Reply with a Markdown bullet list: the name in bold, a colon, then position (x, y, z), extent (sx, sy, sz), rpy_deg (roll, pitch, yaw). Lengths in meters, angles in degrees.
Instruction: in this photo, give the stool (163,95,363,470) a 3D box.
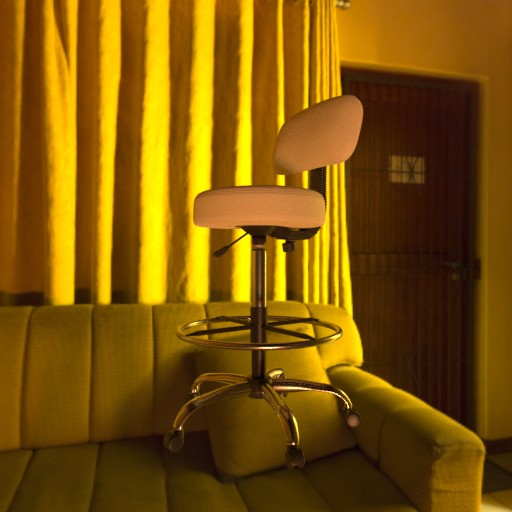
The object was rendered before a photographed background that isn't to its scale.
- **stool**: position (0.000, 0.000, 1.397), extent (0.616, 1.080, 0.609), rpy_deg (0, 1, -36)
